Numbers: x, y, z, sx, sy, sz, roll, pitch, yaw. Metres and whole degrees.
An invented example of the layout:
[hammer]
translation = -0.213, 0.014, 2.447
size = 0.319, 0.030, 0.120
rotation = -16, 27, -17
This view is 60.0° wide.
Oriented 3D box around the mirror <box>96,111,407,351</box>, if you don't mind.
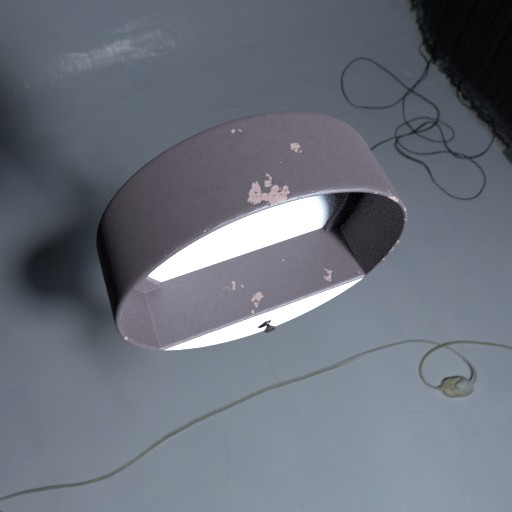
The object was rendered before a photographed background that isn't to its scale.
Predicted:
[mirror]
translation = 0.000, 0.000, 0.591
size = 0.386, 0.386, 0.126
rotation = -19, 65, -9
